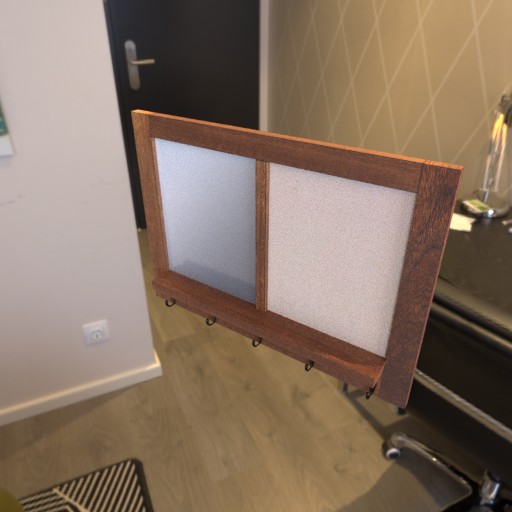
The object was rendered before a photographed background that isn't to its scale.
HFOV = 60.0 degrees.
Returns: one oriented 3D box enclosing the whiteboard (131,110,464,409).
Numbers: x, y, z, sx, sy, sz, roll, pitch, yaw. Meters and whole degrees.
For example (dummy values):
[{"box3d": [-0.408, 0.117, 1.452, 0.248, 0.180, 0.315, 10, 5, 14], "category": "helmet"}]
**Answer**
[{"box3d": [0.000, 0.000, 1.037, 0.783, 0.559, 0.083, 19, 35, 30], "category": "whiteboard"}]
